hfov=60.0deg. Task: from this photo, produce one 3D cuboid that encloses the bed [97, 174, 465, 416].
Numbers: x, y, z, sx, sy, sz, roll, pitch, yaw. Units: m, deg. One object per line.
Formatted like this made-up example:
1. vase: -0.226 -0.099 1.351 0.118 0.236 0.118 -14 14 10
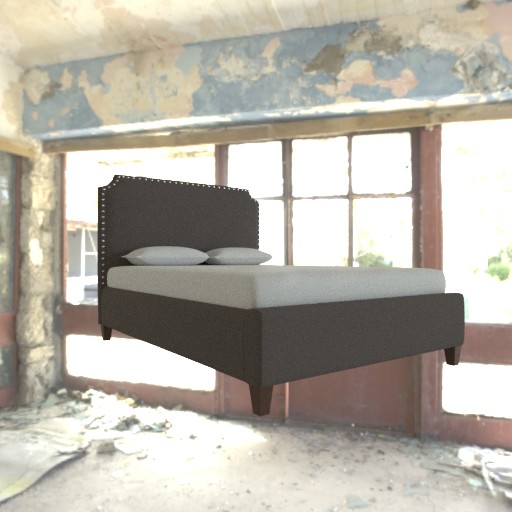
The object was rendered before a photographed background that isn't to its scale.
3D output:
1. bed: 0.000 0.000 3.376 1.713 1.443 2.372 0 0 -36
